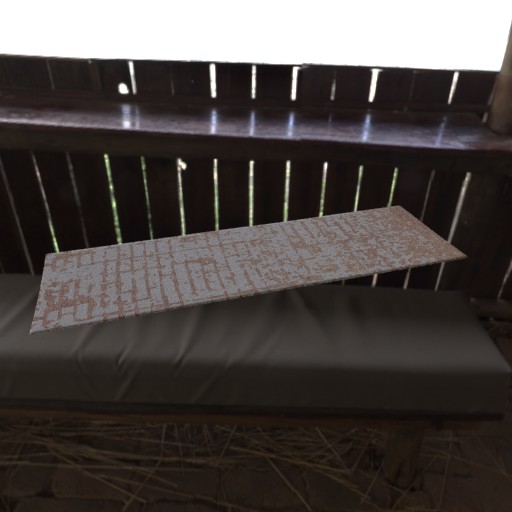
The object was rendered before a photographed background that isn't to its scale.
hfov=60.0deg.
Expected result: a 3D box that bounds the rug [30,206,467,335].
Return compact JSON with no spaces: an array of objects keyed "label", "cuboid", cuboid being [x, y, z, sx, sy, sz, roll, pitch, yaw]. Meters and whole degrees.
[{"label":"rug","cuboid":[0.000,0.000,2.678,2.435,0.011,0.750,-9,33,-14]}]
